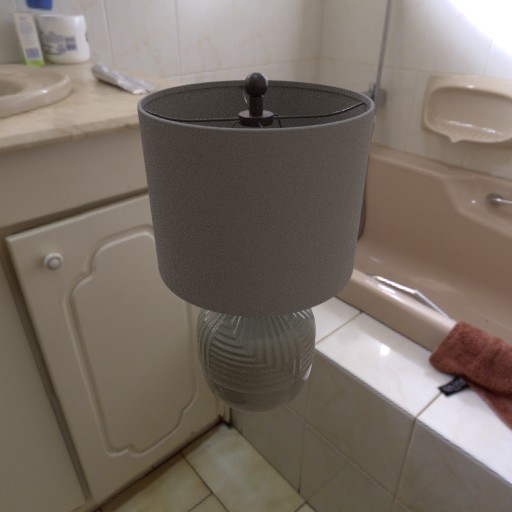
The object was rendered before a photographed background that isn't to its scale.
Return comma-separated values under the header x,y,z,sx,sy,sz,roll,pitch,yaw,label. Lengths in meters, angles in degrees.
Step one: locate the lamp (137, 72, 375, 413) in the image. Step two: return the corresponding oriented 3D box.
x,y,z,sx,sy,sz,roll,pitch,yaw,label
0.000,0.000,0.734,0.318,0.567,0.318,0,31,0,lamp
